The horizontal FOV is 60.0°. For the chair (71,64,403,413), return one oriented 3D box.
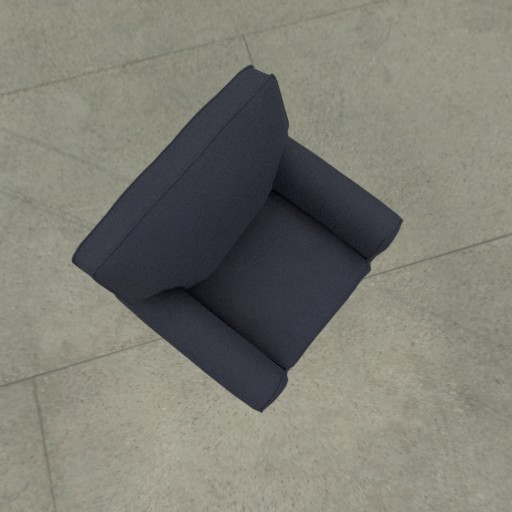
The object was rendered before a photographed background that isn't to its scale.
[{"bbox_3d":[0.000,0.000,2.077,1.002,1.140,1.119,37,78,9],"label":"chair"}]
